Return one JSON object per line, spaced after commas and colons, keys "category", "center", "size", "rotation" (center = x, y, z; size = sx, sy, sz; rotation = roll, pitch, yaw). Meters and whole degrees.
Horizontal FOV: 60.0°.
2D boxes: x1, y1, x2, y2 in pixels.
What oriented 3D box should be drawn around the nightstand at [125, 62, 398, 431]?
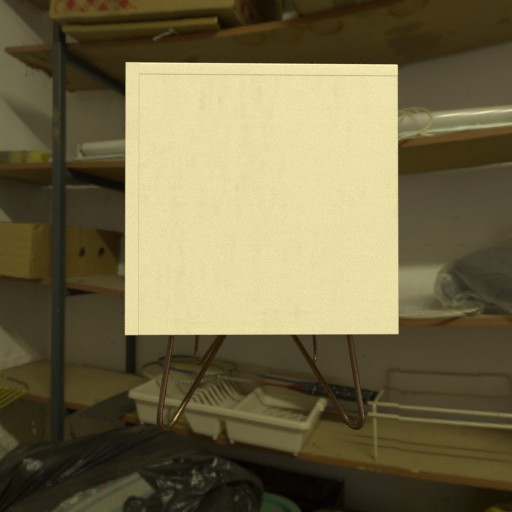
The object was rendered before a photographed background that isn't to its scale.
{"category": "nightstand", "center": [0.000, 0.000, 1.006], "size": [0.447, 0.604, 0.614], "rotation": [0, -1, -1]}
